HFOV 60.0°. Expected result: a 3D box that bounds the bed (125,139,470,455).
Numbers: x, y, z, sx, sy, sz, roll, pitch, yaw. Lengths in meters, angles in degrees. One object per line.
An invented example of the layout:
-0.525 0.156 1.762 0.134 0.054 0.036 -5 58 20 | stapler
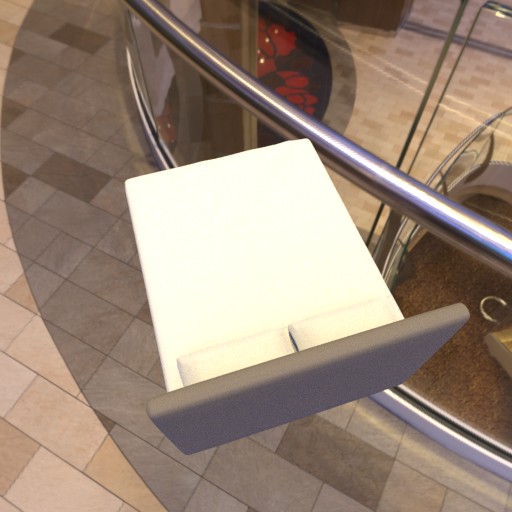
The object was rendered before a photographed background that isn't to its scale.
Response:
0.000 0.000 3.206 1.748 1.330 2.142 -15 60 -9 | bed
